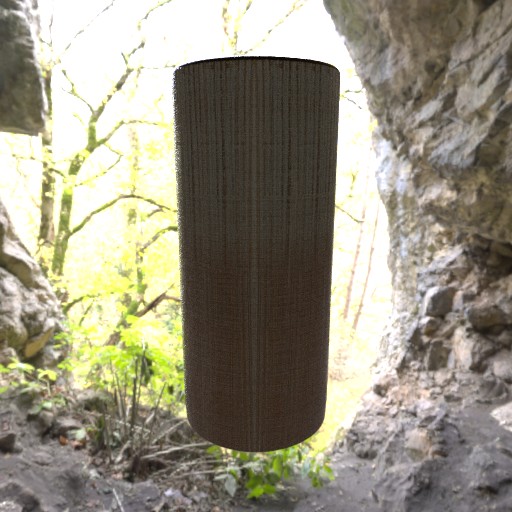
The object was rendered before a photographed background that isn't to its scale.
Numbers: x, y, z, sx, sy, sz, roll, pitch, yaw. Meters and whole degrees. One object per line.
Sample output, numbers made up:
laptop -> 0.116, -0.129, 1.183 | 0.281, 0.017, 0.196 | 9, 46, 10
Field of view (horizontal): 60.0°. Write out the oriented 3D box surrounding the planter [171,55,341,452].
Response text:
planter -> 0.000, 0.000, 0.292 | 0.100, 0.227, 0.100 | 13, 19, 43
